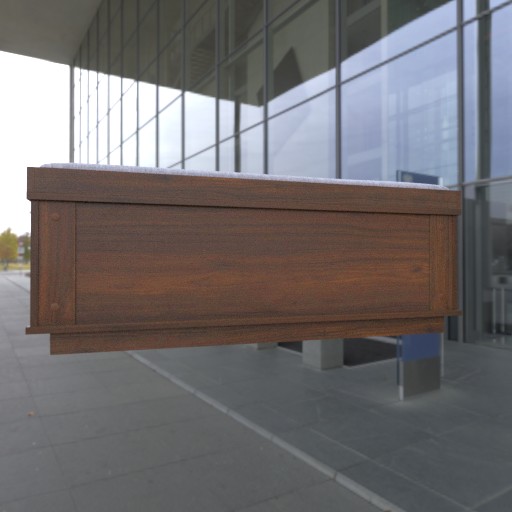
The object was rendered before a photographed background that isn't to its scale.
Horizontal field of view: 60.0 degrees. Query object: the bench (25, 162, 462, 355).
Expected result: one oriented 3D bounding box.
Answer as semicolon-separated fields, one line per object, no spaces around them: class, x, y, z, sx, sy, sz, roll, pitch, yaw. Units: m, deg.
bench;0.000;0.000;1.349;1.196;0.468;0.367;0;-1;-17
